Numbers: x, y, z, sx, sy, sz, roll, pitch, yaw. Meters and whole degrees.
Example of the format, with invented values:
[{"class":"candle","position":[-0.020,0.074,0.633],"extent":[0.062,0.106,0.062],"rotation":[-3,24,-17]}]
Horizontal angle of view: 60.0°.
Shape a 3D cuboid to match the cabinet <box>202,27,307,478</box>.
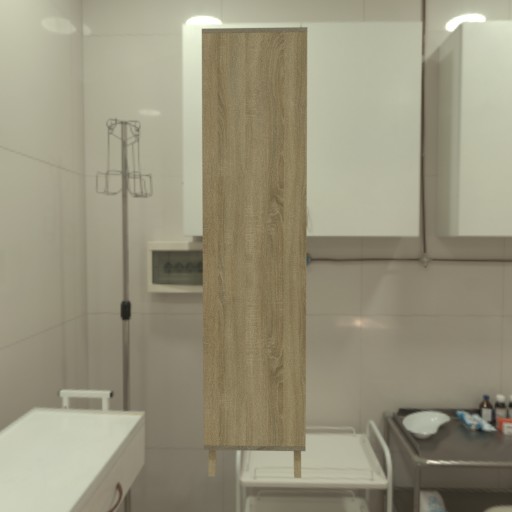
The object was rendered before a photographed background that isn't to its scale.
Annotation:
[{"class":"cabinet","position":[0.000,0.000,2.177],"extent":[0.450,1.960,0.510],"rotation":[0,2,2]}]
